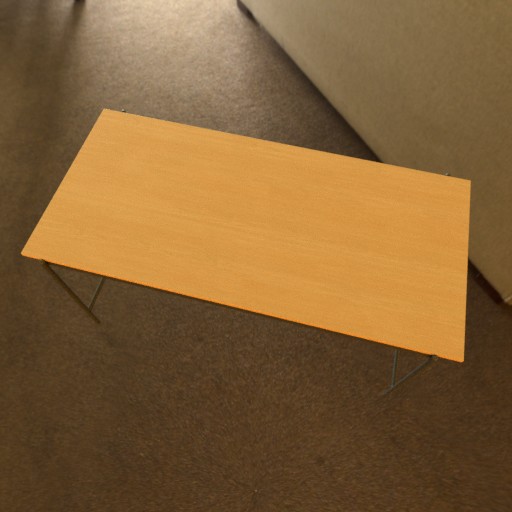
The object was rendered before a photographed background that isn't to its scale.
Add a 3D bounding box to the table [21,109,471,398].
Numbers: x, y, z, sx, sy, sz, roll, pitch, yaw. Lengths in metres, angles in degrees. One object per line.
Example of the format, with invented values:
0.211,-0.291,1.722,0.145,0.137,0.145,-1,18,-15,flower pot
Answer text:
0.000,0.000,2.265,1.800,0.758,0.900,13,63,7,table
